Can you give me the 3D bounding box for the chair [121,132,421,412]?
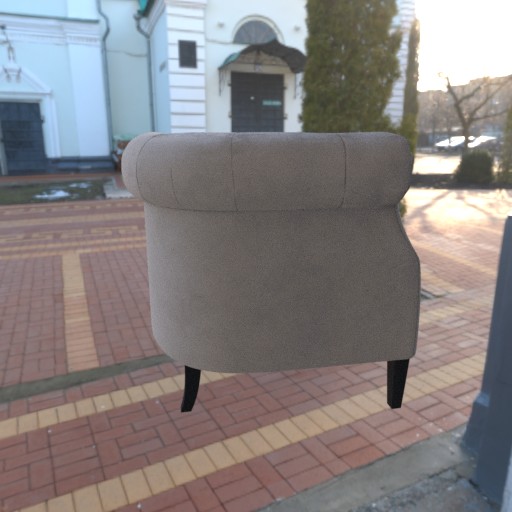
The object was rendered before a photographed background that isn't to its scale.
[{"bbox_3d":[0.000,0.000,1.540,0.851,0.826,0.904,-3,15,-10],"label":"chair"}]
